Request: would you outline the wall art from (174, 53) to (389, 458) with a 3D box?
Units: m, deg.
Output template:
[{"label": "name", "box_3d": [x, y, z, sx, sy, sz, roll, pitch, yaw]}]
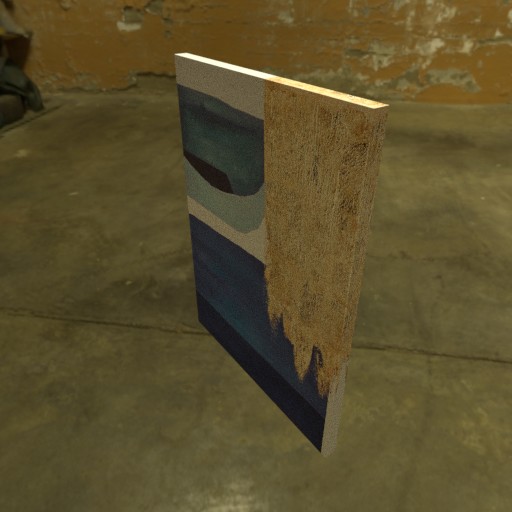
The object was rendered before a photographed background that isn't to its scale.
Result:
[{"label": "wall art", "box_3d": [0.000, 0.000, 0.793, 0.026, 0.613, 0.458, -21, 38, -30]}]
